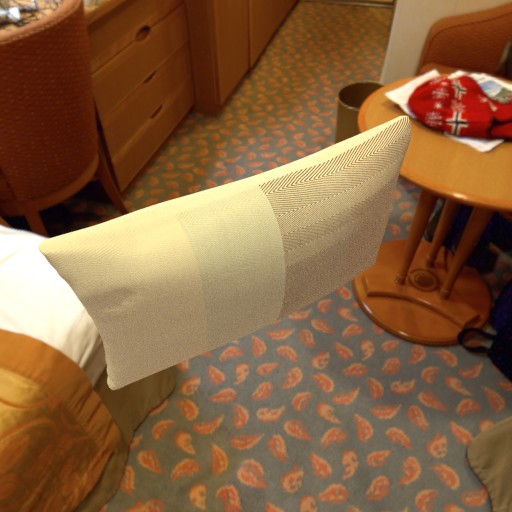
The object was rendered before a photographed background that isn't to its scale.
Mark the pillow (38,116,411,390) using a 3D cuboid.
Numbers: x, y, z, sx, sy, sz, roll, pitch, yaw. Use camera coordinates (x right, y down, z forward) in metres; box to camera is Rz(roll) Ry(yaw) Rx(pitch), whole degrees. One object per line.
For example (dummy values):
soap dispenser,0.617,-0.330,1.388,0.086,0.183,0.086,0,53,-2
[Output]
pillow,0.000,0.000,0.637,0.506,0.305,0.139,-23,50,-20
